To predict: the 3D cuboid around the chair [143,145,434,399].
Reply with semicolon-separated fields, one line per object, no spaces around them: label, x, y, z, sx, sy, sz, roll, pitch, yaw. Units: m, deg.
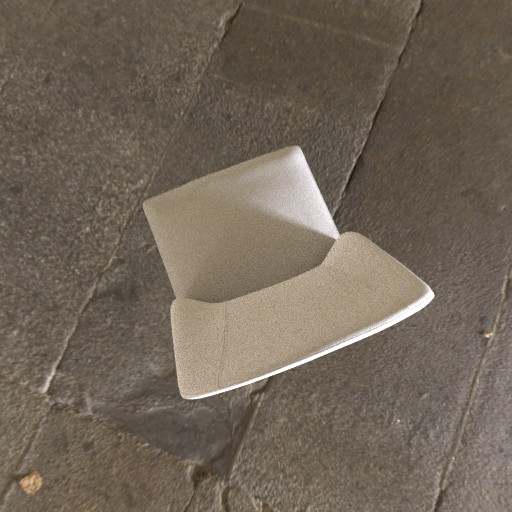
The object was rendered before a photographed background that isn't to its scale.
chair;0.000;0.000;1.151;0.472;0.893;0.540;-21;78;-5
